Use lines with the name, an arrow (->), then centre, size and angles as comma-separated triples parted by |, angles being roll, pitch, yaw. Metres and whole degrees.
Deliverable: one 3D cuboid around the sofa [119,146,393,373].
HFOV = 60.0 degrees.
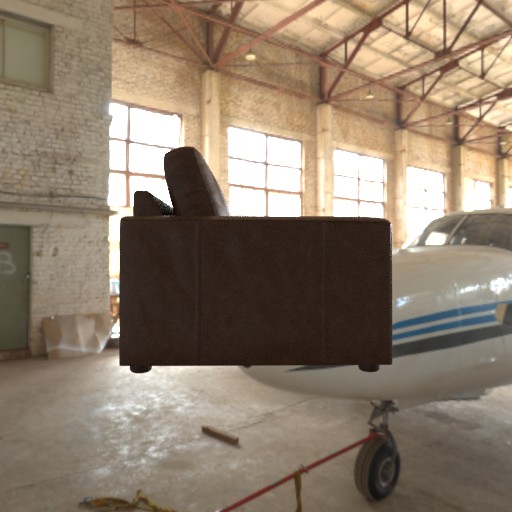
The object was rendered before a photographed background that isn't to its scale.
sofa -> 0.000, 0.000, 2.657 | 1.016, 0.873, 2.179 | 0, 0, -1
